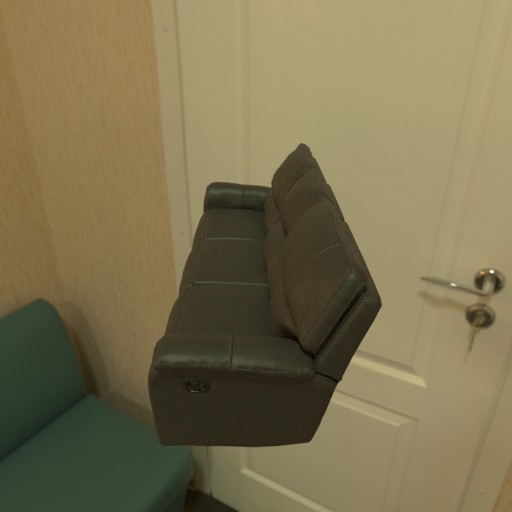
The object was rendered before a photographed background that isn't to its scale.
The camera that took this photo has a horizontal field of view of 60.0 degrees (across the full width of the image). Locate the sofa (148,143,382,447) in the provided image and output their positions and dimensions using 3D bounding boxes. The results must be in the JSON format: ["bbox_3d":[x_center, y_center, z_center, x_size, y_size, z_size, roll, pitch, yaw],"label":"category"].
[{"bbox_3d":[0.000,0.000,3.199,1.104,1.134,2.627,0,27,0],"label":"sofa"}]
